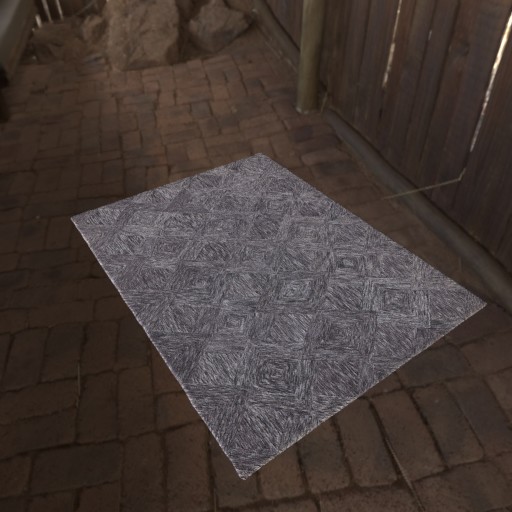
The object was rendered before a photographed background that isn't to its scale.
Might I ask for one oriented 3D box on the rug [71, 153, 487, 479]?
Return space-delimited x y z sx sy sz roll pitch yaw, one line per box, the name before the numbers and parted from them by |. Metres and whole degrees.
rug | 0.000 0.000 4.115 2.448 0.017 3.204 -25 47 -26
